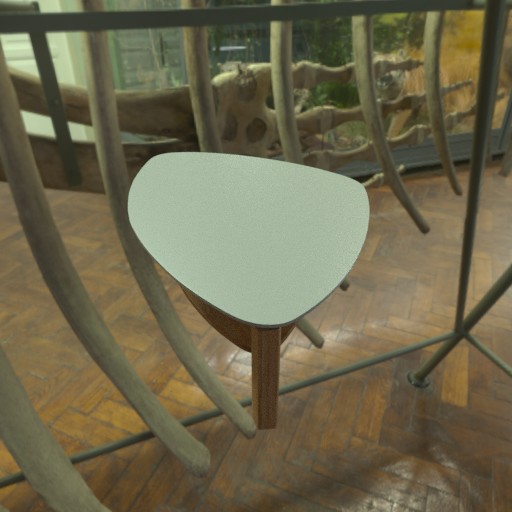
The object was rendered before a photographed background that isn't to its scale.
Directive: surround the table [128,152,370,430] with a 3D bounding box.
[{"bbox_3d":[0.000,0.000,1.639,0.850,0.440,1.250,-11,33,-18],"label":"table"}]
